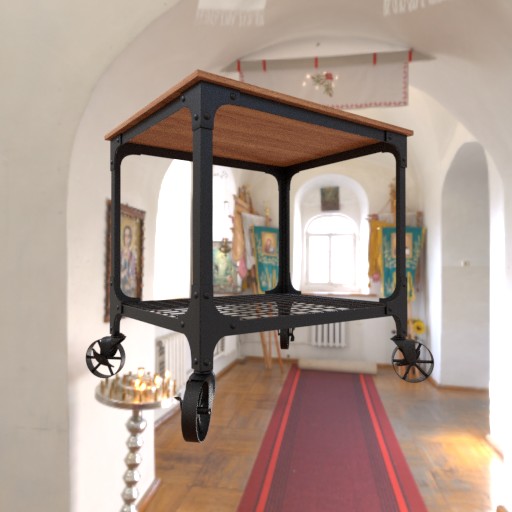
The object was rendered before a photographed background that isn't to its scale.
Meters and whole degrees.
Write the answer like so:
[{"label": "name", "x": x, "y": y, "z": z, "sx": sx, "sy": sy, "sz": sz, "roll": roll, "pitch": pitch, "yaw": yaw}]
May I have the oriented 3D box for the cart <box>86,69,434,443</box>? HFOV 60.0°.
[{"label": "cart", "x": 0.000, "y": 0.000, "z": 1.086, "sx": 0.666, "sy": 0.603, "sz": 0.558, "roll": 0, "pitch": 0, "yaw": -36}]
